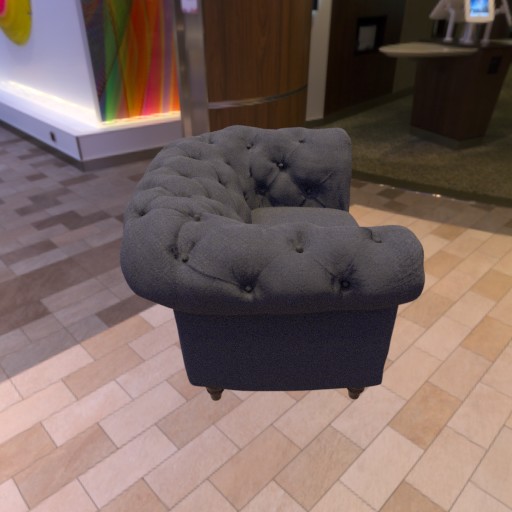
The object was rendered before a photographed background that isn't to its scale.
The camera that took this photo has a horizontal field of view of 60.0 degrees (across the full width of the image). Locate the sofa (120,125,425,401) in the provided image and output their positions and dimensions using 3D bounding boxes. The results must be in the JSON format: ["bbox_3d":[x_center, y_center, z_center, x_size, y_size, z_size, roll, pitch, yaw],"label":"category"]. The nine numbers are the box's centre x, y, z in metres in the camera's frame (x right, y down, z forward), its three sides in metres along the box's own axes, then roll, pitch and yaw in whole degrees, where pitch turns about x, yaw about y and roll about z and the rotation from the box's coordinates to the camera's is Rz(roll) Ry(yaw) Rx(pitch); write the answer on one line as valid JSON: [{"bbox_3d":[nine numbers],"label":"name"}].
[{"bbox_3d":[0.000,0.000,2.025,1.032,0.878,1.405,0,31,-1],"label":"sofa"}]
